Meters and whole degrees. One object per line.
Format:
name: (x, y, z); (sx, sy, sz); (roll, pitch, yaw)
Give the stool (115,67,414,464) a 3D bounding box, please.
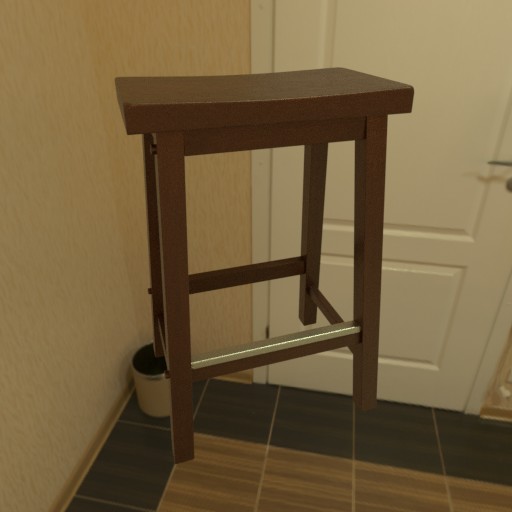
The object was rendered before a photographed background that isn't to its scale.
stool: (0.000, 0.000, 0.822); (0.406, 0.610, 0.322); (-9, 31, -16)
